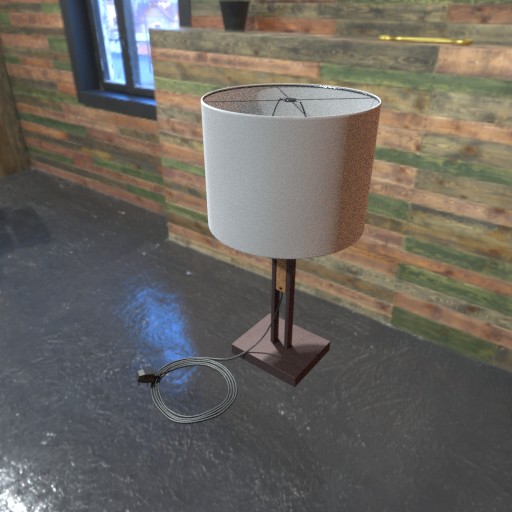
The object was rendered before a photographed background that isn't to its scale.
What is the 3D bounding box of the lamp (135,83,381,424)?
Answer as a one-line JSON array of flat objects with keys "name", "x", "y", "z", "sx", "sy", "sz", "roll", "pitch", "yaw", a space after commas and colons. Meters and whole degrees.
[{"name": "lamp", "x": 0.000, "y": 0.000, "z": 1.005, "sx": 0.396, "sy": 0.668, "sz": 0.525, "roll": 21, "pitch": 36, "yaw": 32}]
